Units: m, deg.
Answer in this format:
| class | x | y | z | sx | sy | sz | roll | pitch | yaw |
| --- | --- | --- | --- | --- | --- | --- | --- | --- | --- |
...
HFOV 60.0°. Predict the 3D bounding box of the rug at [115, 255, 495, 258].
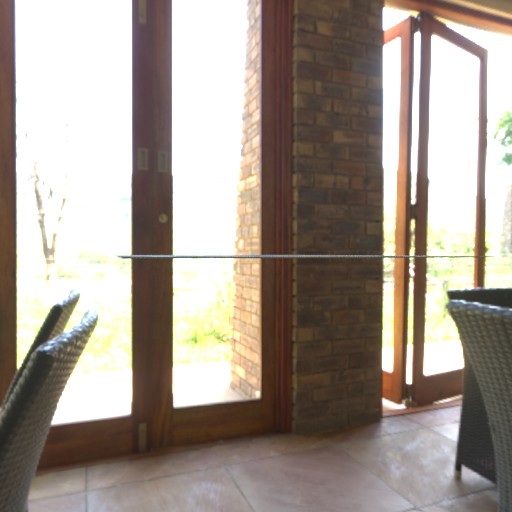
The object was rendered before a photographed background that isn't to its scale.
| class | x | y | z | sx | sy | sz | roll | pitch | yaw |
| --- | --- | --- | --- | --- | --- | --- | --- | --- | --- |
| rug | 0.000 | 0.000 | 4.049 | 2.440 | 0.008 | 3.036 | 0 | 0 | -18 |
